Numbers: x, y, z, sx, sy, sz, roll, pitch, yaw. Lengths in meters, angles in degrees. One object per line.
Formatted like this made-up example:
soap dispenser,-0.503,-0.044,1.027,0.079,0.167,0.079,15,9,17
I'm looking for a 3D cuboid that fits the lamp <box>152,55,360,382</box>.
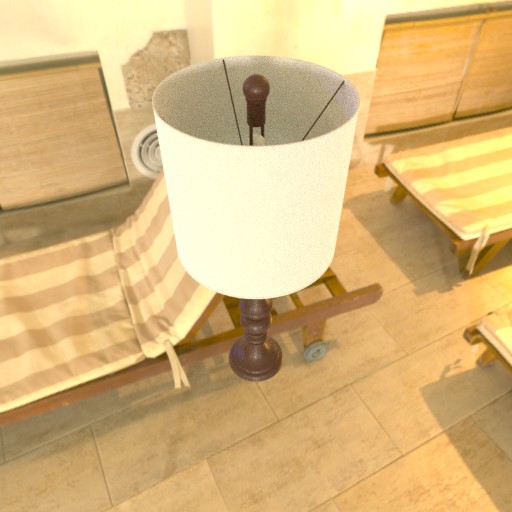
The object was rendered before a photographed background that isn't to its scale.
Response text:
lamp,0.000,0.000,0.732,0.250,0.597,0.250,-16,46,-16
